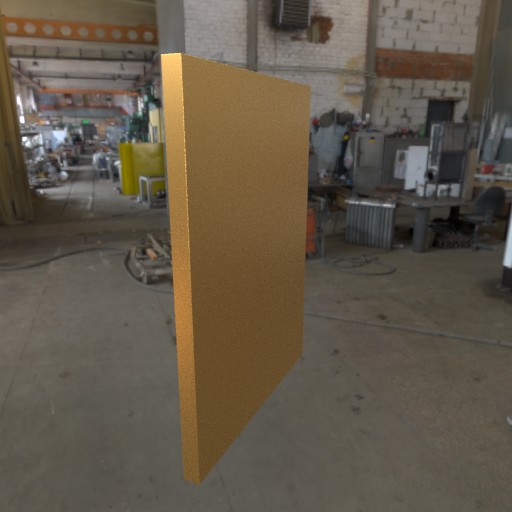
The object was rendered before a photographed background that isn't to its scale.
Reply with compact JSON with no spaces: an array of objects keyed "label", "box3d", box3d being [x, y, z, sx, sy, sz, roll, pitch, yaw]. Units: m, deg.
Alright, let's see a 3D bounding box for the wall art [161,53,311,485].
[{"label":"wall art","box3d":[0.000,0.000,1.065,0.038,0.812,0.610,8,18,25]}]
